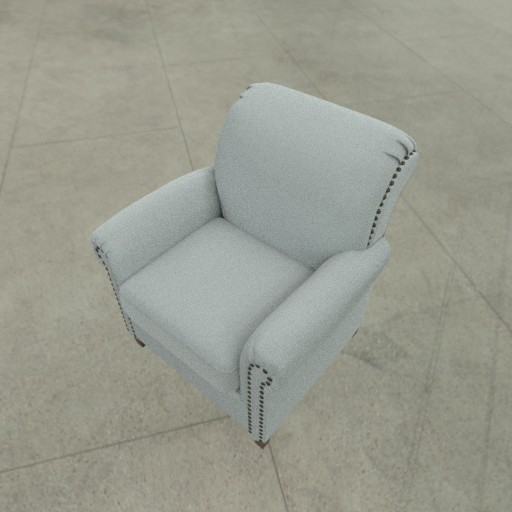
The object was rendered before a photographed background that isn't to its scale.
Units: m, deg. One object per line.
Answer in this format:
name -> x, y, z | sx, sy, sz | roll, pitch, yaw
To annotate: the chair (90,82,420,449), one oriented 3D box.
chair -> 0.000, 0.000, 1.620 | 0.854, 0.927, 0.890 | 31, 53, 27
